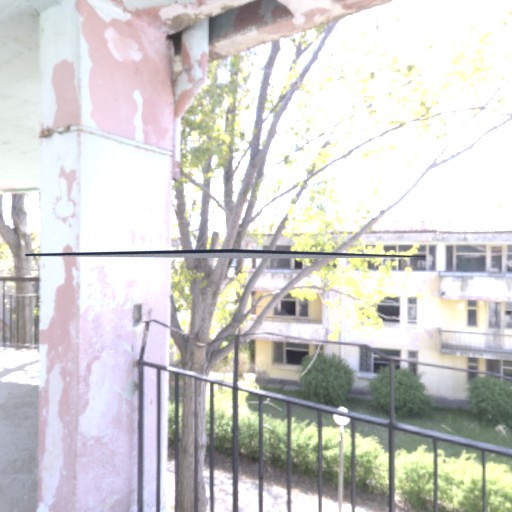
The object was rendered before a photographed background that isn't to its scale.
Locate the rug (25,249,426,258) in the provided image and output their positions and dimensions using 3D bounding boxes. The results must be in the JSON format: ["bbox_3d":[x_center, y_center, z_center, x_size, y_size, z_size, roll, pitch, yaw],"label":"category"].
[{"bbox_3d":[0.000,0.000,2.911,1.526,0.014,2.290,-1,-1,37],"label":"rug"}]
